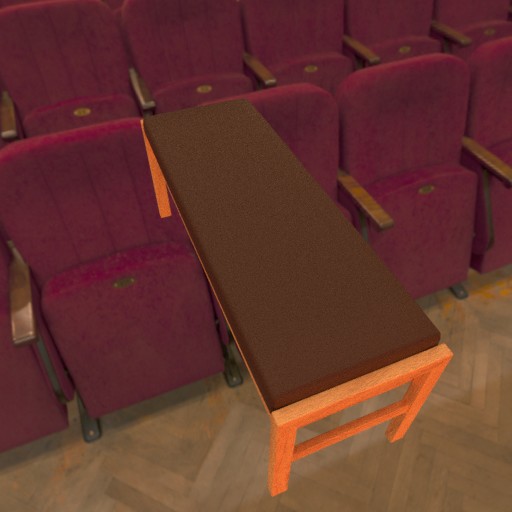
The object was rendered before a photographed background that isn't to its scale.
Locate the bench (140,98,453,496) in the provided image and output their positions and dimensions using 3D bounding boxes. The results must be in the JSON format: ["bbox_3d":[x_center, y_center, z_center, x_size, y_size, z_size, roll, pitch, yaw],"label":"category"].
[{"bbox_3d":[0.000,0.000,1.407,0.405,0.480,1.200,-17,49,-15],"label":"bench"}]
